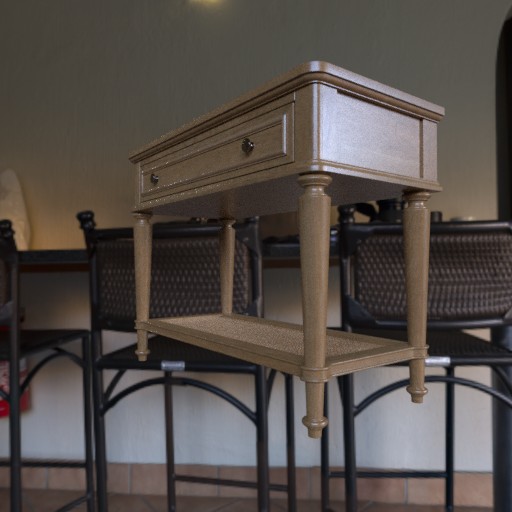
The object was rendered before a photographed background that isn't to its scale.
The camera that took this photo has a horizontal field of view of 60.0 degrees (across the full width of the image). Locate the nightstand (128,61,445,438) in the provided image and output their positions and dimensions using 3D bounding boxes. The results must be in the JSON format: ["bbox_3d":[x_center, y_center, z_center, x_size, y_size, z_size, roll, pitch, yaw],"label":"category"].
[{"bbox_3d":[0.000,0.000,1.284,0.432,0.700,0.914,1,-1,-37],"label":"nightstand"}]
